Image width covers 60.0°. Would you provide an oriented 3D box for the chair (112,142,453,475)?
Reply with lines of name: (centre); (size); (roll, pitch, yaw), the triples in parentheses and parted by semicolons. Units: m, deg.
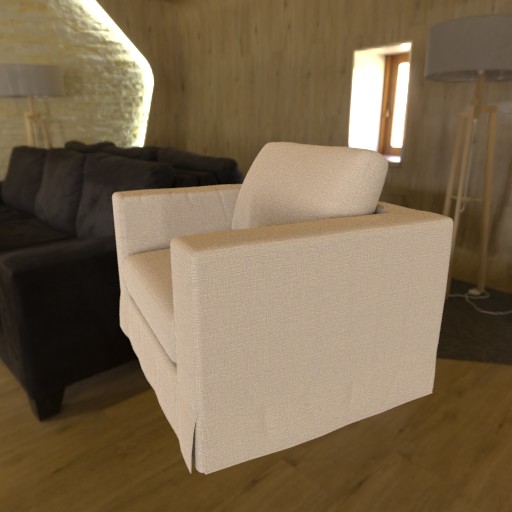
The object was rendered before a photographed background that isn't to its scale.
chair: (0.000, 0.000, 1.803); (0.957, 0.878, 1.150); (-8, 18, -25)
